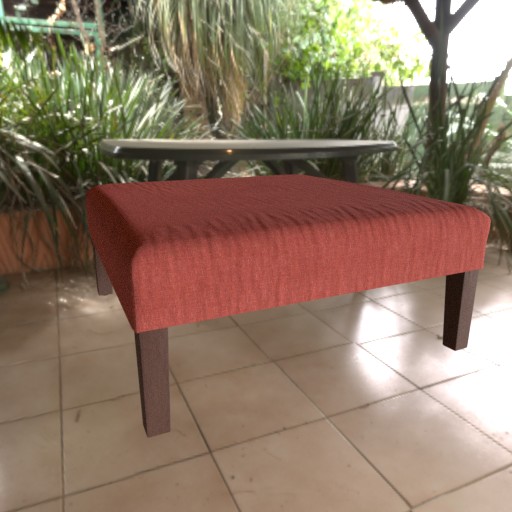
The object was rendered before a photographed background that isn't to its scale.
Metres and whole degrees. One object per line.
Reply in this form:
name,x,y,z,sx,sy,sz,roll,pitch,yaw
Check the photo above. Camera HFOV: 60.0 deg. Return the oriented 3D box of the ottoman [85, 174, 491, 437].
ottoman,0.000,0.000,1.356,0.889,0.411,0.890,-7,18,-24
